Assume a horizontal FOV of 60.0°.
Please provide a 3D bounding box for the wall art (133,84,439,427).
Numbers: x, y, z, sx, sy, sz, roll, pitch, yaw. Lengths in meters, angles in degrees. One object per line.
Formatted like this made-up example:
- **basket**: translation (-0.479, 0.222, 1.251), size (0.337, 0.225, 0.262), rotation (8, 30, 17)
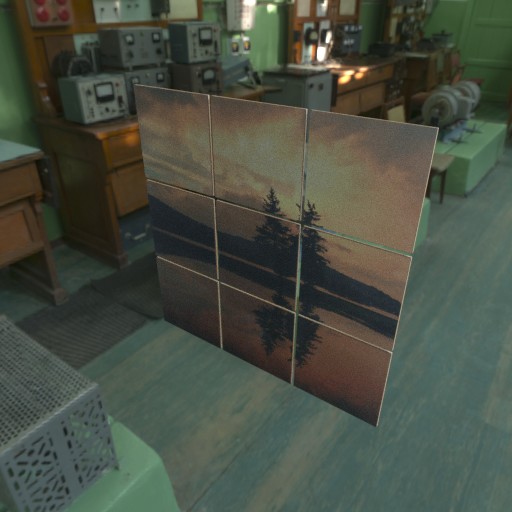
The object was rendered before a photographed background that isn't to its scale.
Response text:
- **wall art**: translation (0.000, 0.000, 1.820), size (1.216, 1.218, 0.013), rotation (20, 36, 30)
